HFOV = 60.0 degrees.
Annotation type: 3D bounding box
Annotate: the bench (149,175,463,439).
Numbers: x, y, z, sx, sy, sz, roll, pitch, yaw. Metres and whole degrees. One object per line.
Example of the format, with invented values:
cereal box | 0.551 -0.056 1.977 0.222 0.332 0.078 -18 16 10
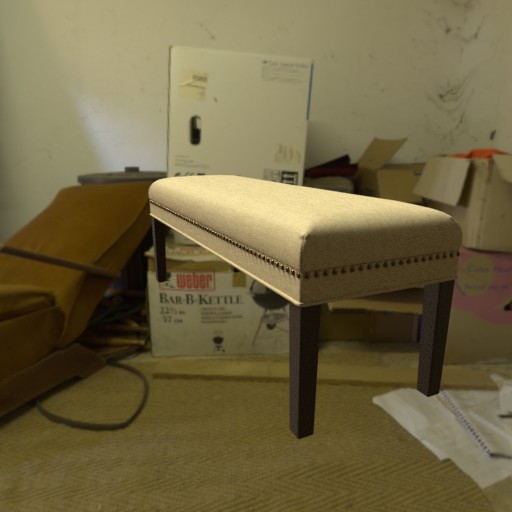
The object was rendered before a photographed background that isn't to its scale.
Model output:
bench | 0.000 0.000 1.436 0.410 0.457 1.219 -7 16 -25
